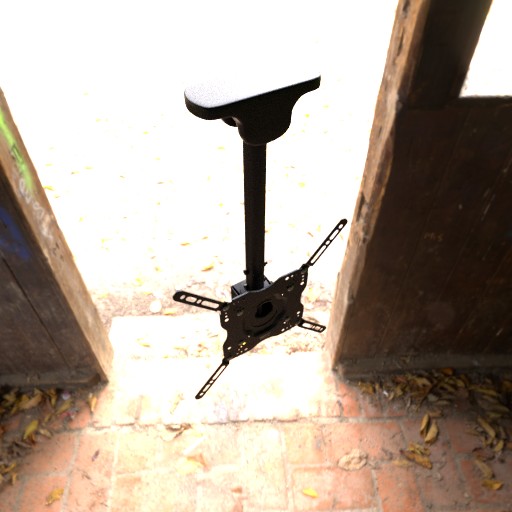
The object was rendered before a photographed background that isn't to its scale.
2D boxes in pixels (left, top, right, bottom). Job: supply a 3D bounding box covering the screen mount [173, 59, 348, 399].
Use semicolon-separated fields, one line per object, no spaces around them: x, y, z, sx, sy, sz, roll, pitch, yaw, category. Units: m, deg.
0.000;0.000;0.903;0.393;0.729;0.090;-24;51;-21;screen mount
